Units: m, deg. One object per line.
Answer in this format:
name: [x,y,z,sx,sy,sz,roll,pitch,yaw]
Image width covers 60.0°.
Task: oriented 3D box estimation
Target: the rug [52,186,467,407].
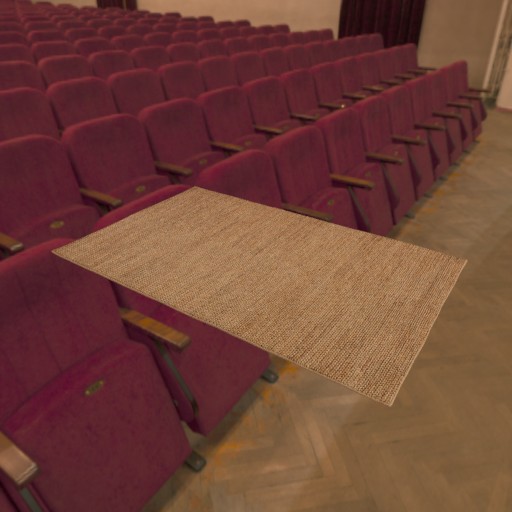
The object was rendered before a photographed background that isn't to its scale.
rug: [0.000,0.000,3.054,2.438,0.034,1.521,19,35,29]
